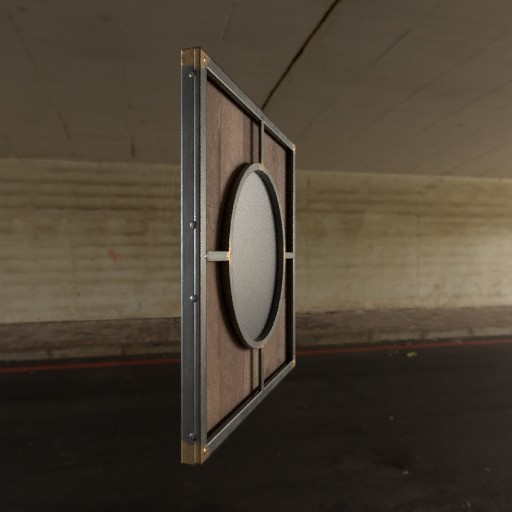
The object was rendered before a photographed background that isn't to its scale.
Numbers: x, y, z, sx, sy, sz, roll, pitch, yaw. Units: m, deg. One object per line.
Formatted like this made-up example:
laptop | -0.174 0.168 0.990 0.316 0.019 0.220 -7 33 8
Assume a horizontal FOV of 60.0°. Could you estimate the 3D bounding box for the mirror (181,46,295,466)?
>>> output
mirror | 0.000 0.000 0.585 0.020 0.381 0.382 0 0 18
